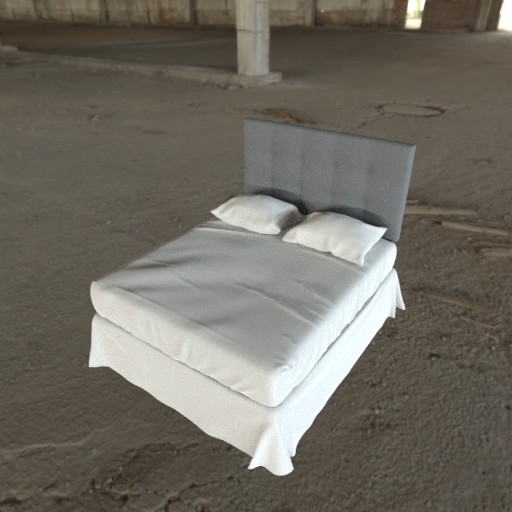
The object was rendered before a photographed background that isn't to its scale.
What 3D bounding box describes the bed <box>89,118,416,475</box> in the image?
[{"bbox_3d":[0.000,0.000,3.505,1.936,1.577,2.222,19,35,30],"label":"bed"}]
